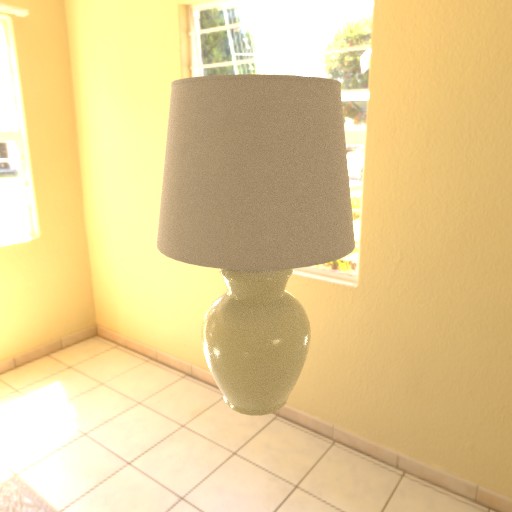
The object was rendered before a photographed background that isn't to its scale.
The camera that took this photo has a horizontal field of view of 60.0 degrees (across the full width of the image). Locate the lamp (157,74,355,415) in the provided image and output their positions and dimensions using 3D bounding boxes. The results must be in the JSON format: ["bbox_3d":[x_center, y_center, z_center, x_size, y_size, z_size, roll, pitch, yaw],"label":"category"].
[{"bbox_3d":[0.000,0.000,0.551,0.239,0.399,0.239,0,16,0],"label":"lamp"}]
